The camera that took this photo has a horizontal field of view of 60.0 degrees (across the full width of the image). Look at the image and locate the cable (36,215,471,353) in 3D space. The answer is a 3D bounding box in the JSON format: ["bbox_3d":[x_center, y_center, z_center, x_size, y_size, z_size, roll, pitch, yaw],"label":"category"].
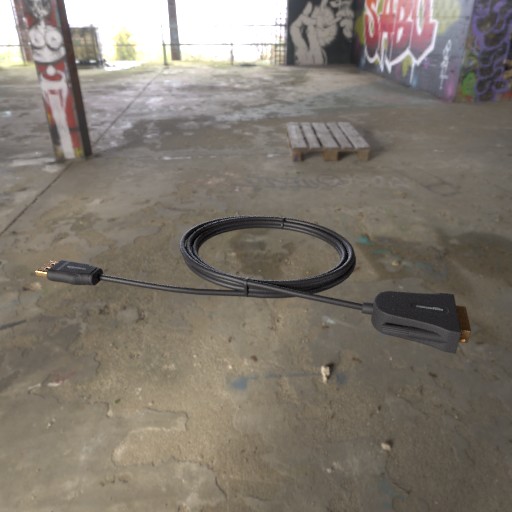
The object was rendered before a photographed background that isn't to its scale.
[{"bbox_3d":[0.000,0.000,0.331,0.281,0.015,0.136,8,29,14],"label":"cable"}]
